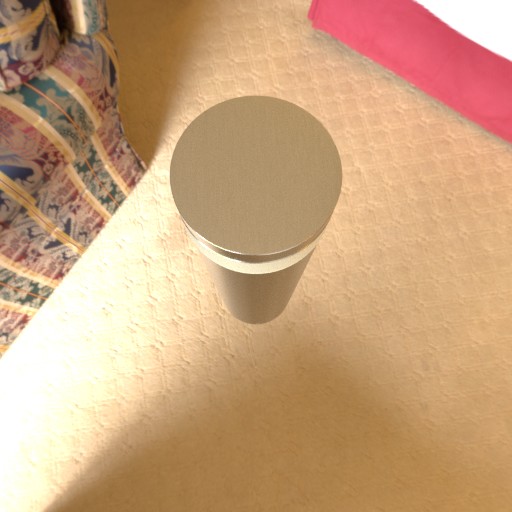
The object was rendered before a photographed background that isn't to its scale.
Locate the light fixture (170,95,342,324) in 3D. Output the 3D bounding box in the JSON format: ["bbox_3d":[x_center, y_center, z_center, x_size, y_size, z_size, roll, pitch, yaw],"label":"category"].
[{"bbox_3d":[0.000,0.000,0.450,0.102,0.400,0.102,-3,76,-1],"label":"light fixture"}]
